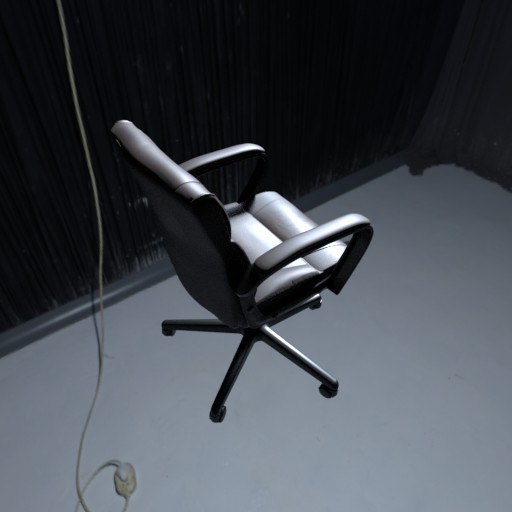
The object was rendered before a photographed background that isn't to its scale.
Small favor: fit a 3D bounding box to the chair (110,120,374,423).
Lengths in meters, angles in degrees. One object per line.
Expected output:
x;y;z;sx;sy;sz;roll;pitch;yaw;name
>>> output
0.000;0.000;1.494;0.717;1.004;0.739;-25;48;-25;chair
